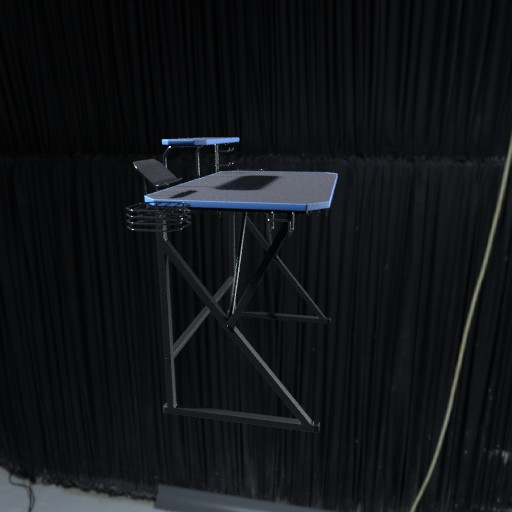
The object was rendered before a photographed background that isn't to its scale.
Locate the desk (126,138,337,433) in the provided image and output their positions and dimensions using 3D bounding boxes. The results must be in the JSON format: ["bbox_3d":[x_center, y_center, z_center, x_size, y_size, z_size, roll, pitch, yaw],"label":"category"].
[{"bbox_3d":[0.000,0.000,1.780,0.594,0.909,1.295,3,16,11],"label":"desk"}]
